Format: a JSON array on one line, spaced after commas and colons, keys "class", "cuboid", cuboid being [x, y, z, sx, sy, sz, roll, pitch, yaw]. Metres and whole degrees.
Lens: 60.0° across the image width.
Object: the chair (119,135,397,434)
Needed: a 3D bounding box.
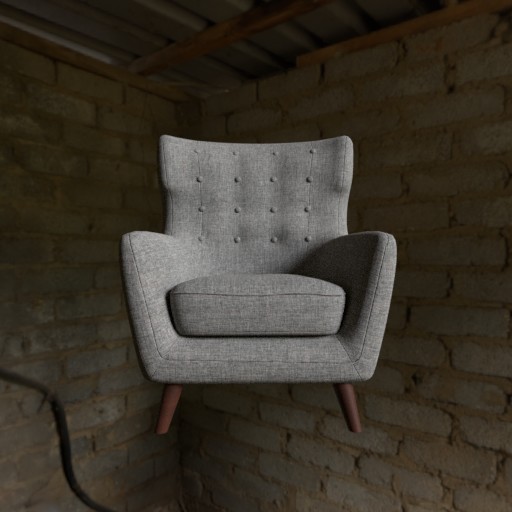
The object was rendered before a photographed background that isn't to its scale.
[{"class": "chair", "cuboid": [0.000, 0.000, 1.744, 0.878, 1.063, 0.904, 0, 1, -1]}]
